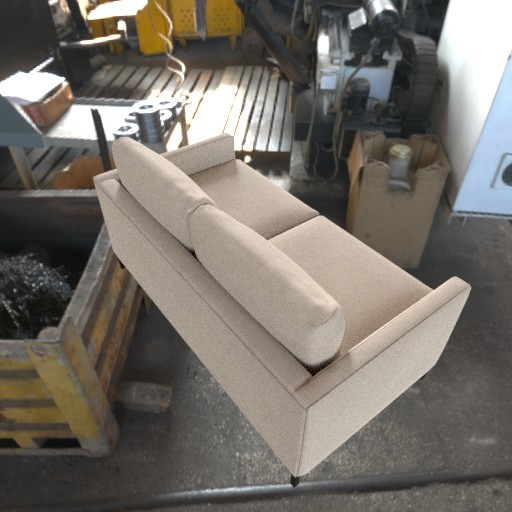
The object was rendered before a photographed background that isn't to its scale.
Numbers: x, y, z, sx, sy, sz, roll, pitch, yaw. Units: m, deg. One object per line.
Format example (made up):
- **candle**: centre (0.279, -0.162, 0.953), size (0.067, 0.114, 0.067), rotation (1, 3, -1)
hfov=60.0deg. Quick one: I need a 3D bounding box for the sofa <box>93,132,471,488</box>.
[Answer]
- **sofa**: centre (0.000, 0.000, 2.123), size (0.875, 0.840, 1.682), rotation (-27, 48, -27)
